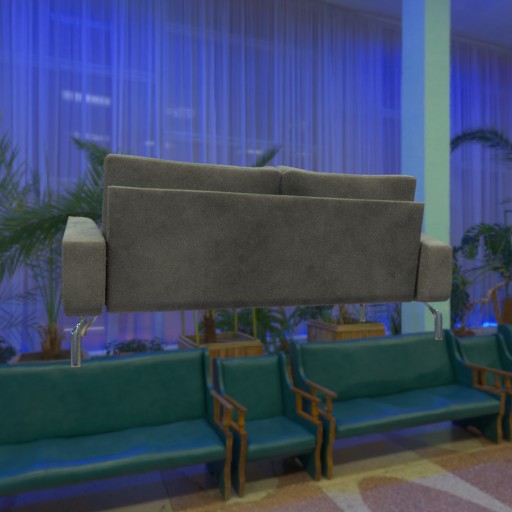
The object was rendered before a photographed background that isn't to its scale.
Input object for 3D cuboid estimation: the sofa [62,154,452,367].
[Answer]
[{"bbox_3d":[0.000,0.000,2.347,1.837,0.859,0.849,0,0,-19],"label":"sofa"}]
